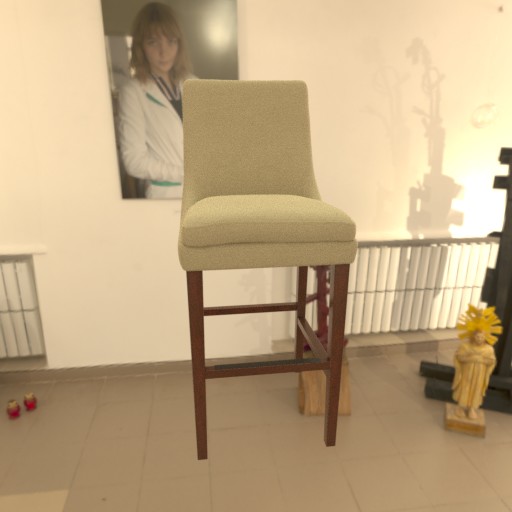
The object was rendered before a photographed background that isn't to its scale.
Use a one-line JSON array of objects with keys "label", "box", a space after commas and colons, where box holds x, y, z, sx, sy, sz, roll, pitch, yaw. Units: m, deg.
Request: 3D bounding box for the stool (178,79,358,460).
[{"label": "stool", "box": [0.000, 0.000, 1.406, 0.470, 1.078, 0.577, -2, 18, -8]}]
